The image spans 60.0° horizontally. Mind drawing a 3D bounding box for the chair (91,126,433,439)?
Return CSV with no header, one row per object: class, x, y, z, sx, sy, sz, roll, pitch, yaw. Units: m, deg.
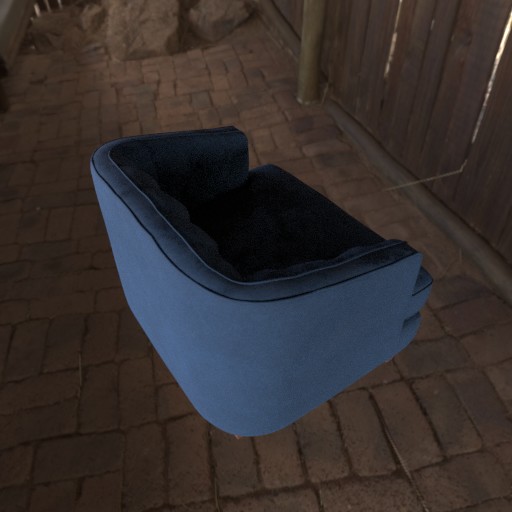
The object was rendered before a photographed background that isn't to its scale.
chair,0.000,0.000,1.759,0.940,0.852,1.094,-25,48,-25
